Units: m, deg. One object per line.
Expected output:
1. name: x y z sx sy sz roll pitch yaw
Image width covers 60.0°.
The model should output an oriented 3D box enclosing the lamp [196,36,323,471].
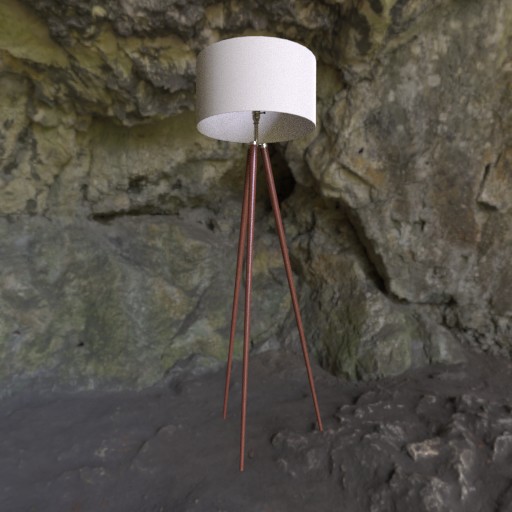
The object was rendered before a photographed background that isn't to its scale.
1. lamp: 0.000 0.000 1.812 0.483 1.553 0.483 0 1 18
